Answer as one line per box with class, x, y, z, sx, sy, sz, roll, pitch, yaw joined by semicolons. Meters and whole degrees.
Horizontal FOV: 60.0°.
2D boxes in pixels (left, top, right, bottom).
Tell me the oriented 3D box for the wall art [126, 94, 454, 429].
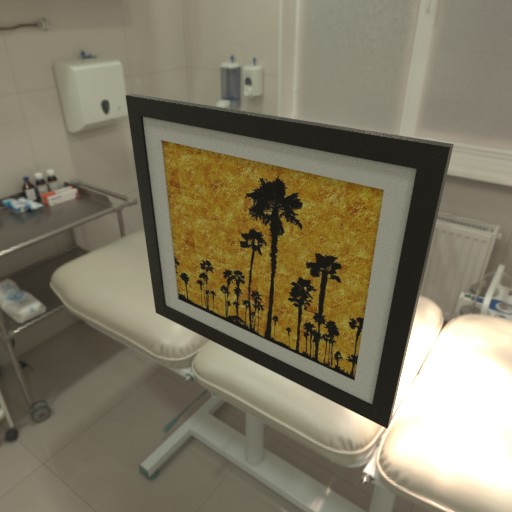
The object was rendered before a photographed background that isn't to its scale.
wall art;0.000;0.000;0.532;0.383;0.332;0.012;19;35;30
